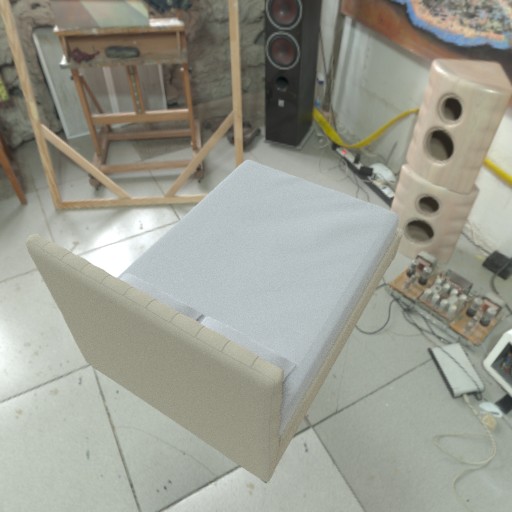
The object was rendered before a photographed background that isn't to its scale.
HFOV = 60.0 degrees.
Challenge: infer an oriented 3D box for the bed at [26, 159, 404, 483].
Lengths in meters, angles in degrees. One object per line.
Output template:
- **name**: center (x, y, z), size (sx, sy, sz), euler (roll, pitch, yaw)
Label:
- **bed**: center (0.000, 0.000, 3.418), size (1.698, 1.427, 2.387), euler (25, 51, 21)
